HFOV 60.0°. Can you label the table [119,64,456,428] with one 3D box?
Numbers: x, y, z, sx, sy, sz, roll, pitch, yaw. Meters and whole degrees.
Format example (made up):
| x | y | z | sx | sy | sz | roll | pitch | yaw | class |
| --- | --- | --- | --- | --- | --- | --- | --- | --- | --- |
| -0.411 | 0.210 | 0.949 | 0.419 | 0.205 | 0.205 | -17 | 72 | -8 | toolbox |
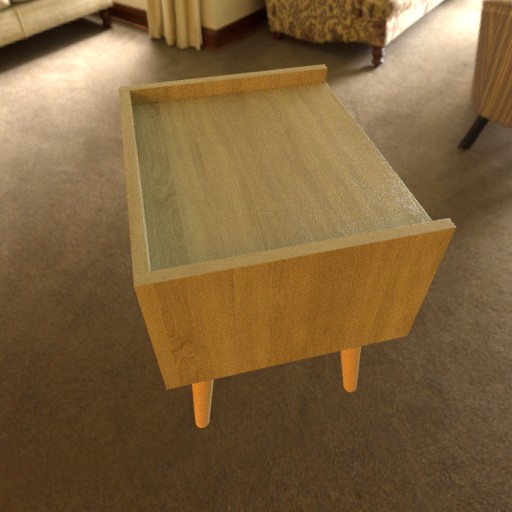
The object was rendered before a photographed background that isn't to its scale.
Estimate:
| x | y | z | sx | sy | sz | roll | pitch | yaw | class |
| --- | --- | --- | --- | --- | --- | --- | --- | --- | --- |
| 0.000 | 0.000 | 0.807 | 0.370 | 0.470 | 0.450 | -10 | 48 | -9 | table |
